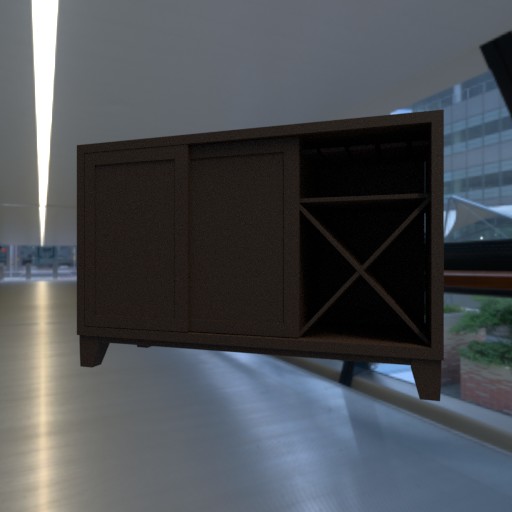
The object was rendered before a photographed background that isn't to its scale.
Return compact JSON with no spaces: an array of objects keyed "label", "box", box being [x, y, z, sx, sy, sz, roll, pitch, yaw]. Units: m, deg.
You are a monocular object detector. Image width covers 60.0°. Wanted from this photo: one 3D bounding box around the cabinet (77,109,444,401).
[{"label":"cabinet","box":[0.000,0.000,1.832,1.396,0.914,0.482,0,0,19]}]
